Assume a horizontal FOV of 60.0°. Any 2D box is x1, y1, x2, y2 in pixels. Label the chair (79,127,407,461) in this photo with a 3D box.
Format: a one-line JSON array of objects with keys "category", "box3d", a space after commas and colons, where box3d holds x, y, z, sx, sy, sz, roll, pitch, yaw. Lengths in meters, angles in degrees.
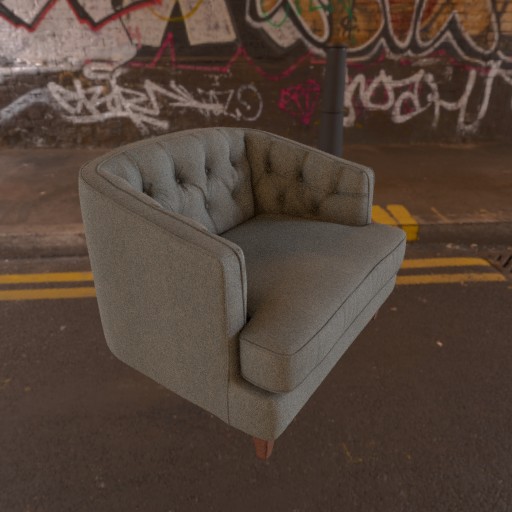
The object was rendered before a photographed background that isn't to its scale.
[{"category": "chair", "box3d": [0.000, 0.000, 1.764, 0.945, 0.852, 1.094, 17, 31, 30]}]
